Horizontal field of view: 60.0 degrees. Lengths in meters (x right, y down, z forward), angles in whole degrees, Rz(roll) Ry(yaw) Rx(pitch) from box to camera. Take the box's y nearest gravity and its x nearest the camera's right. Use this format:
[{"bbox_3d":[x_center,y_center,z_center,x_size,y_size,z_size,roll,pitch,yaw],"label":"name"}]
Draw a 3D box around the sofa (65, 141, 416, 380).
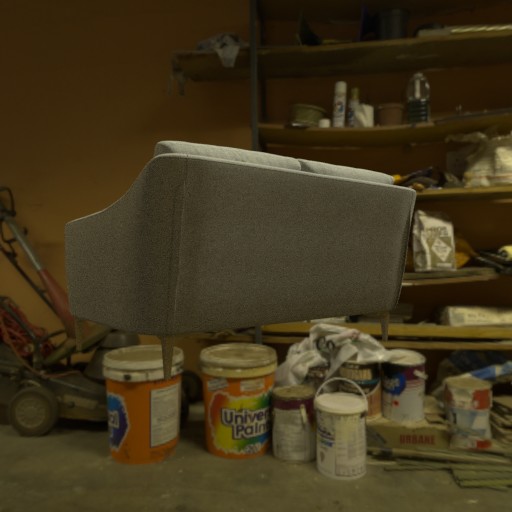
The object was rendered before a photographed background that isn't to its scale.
[{"bbox_3d":[0.000,0.000,2.236,1.619,0.904,0.960,0,0,-36],"label":"sofa"}]
